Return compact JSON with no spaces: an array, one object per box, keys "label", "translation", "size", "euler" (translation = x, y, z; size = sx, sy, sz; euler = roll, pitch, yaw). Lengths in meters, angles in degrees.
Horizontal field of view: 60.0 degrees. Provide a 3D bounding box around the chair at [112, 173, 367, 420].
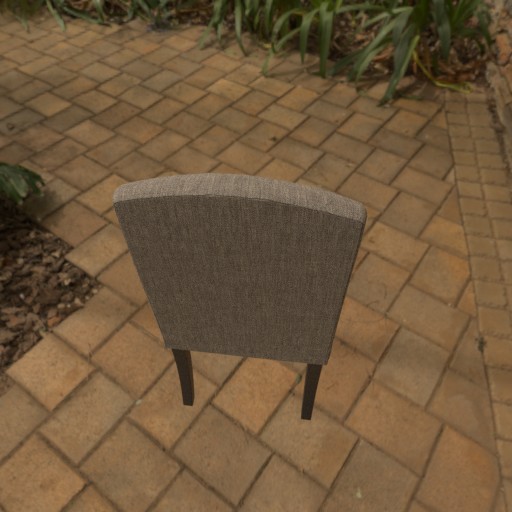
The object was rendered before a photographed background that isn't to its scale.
[{"label":"chair","translation":[0.000,0.000,1.248],"size":[0.451,0.917,0.580],"euler":[5,47,5]}]
